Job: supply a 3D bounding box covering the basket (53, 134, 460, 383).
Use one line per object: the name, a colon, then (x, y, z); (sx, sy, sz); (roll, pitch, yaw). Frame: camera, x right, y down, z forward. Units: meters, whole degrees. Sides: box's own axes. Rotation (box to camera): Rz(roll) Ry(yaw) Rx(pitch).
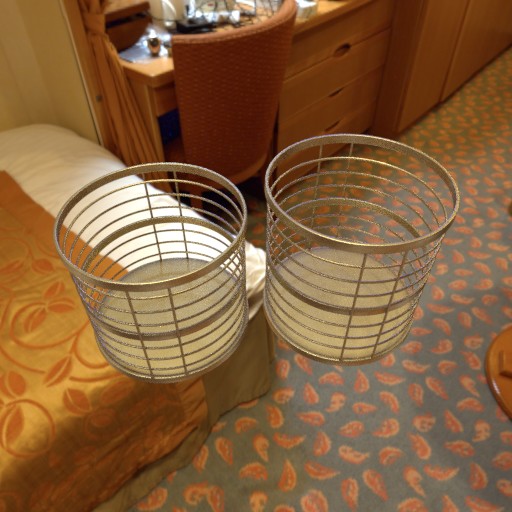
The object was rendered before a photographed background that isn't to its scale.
basket: (0.000, 0.000, 0.935); (0.746, 0.351, 0.356); (-4, 44, -4)
